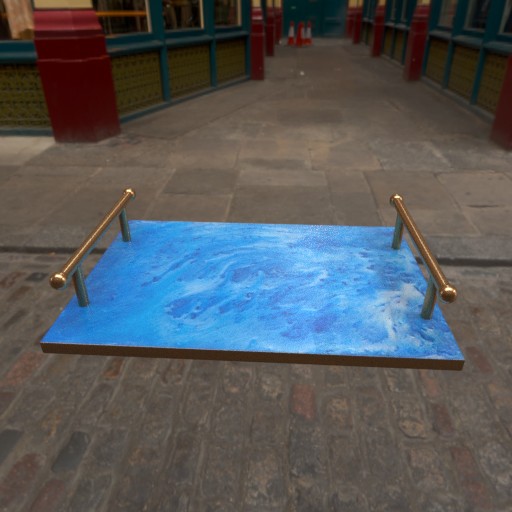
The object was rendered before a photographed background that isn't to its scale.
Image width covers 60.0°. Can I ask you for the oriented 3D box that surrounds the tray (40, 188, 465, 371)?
[{"bbox_3d":[0.000,0.000,0.577,0.444,0.084,0.304,2,30,3],"label":"tray"}]
